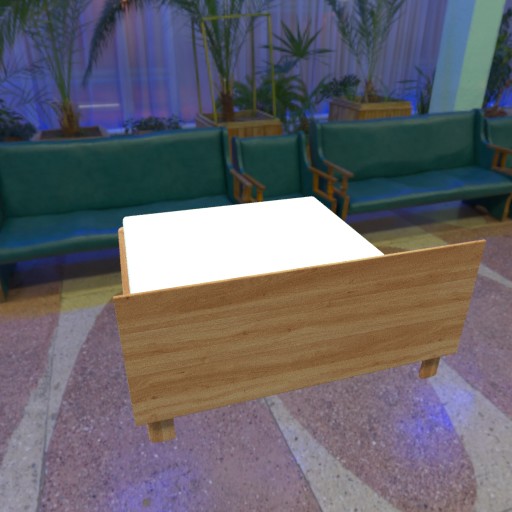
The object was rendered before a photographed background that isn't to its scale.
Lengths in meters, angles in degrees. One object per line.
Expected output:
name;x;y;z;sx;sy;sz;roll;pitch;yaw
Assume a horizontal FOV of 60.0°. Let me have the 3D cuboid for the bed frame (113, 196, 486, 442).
bed frame;0.000;0.000;3.170;1.872;0.940;2.092;-8;29;-15
